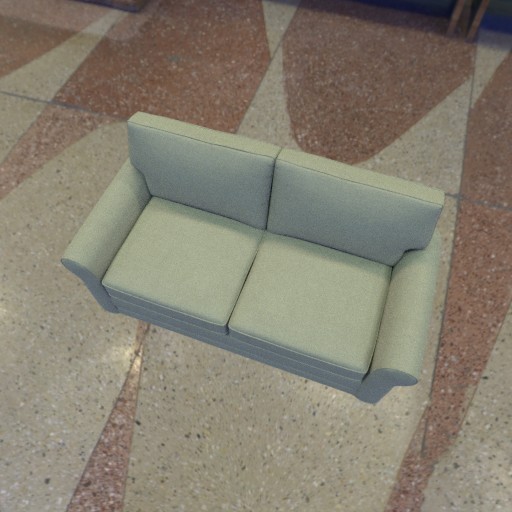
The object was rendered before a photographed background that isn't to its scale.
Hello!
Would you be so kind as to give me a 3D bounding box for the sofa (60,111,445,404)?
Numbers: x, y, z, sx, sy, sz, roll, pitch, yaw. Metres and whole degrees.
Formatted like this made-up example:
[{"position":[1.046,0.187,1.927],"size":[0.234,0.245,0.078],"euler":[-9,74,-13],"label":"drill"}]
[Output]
[{"position":[0.000,0.000,2.315],"size":[1.774,0.933,0.861],"euler":[17,61,10],"label":"sofa"}]
